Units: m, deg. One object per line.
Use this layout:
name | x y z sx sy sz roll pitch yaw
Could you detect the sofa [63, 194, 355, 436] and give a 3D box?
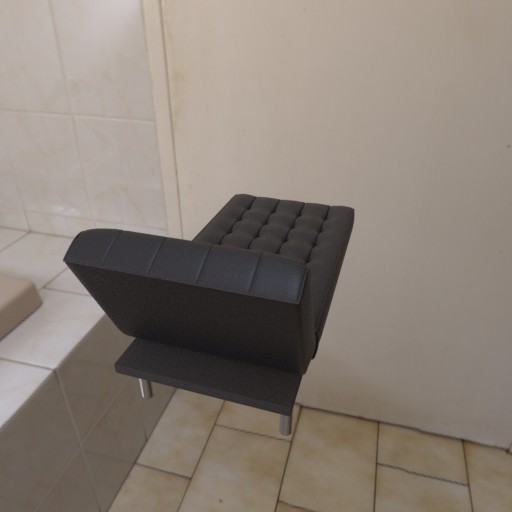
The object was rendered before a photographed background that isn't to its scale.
sofa | 0.000 0.000 2.060 0.760 0.820 1.560 9 31 15
